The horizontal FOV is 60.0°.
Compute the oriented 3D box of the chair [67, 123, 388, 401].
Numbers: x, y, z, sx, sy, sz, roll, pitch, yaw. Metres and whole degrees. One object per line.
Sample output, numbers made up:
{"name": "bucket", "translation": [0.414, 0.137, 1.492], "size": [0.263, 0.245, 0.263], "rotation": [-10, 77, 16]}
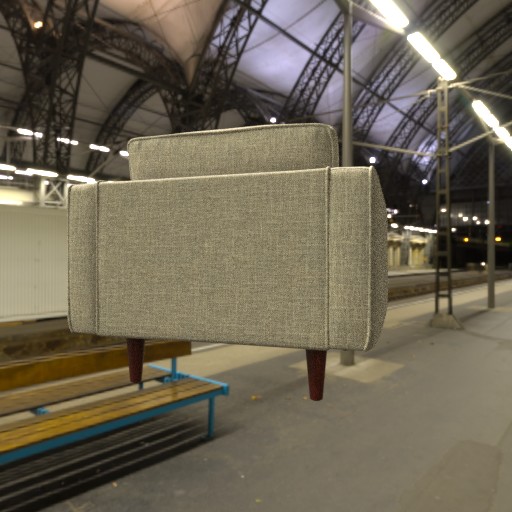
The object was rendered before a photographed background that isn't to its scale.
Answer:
{"name": "chair", "translation": [0.000, 0.000, 1.573], "size": [0.889, 0.765, 0.914], "rotation": [0, 0, 18]}
